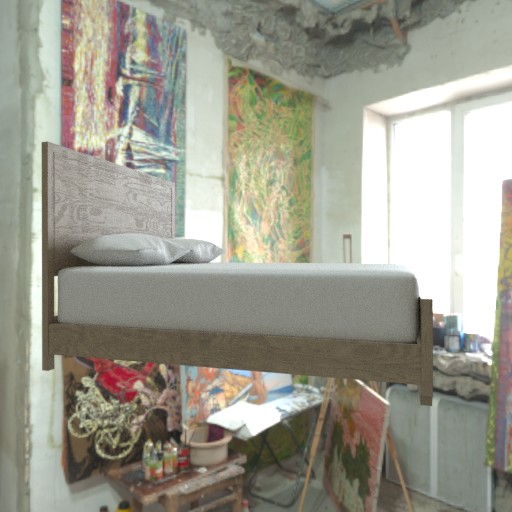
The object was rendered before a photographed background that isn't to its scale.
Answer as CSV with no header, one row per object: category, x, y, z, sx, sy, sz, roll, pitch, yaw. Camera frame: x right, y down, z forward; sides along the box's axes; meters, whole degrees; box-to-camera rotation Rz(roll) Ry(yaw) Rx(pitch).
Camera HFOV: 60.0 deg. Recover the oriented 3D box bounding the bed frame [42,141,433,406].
bed frame,0.000,0.000,3.100,2.189,1.369,1.606,0,0,17
